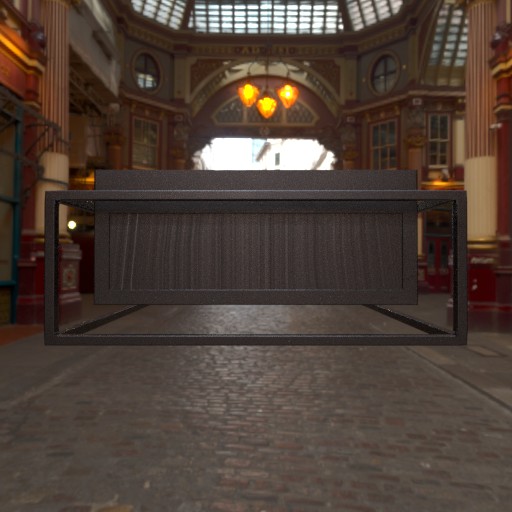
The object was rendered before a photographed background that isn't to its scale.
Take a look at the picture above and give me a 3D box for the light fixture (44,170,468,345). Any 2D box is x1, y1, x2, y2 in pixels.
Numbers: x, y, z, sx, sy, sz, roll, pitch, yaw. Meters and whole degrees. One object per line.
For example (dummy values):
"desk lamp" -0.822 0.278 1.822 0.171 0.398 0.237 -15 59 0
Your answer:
"light fixture" 0.000 0.000 0.682 0.441 0.191 0.441 0 -1 0
